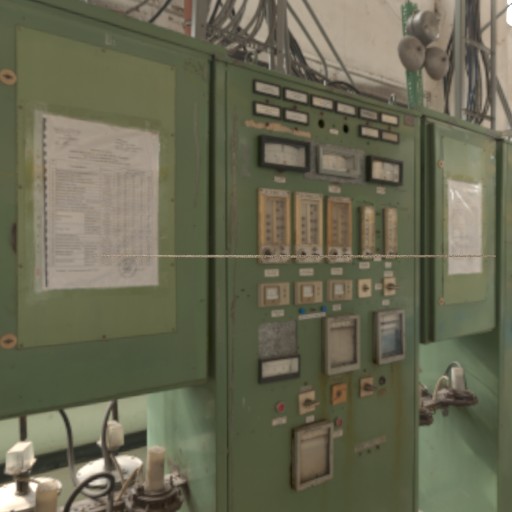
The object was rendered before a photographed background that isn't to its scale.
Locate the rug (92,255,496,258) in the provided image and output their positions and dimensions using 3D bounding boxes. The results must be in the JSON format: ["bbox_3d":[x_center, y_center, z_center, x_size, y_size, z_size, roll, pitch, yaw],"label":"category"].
[{"bbox_3d":[0.000,0.000,2.190,1.142,0.006,1.752,0,0,-34],"label":"rug"}]
